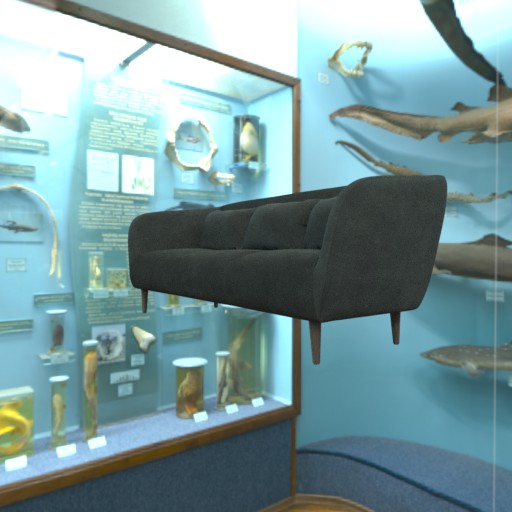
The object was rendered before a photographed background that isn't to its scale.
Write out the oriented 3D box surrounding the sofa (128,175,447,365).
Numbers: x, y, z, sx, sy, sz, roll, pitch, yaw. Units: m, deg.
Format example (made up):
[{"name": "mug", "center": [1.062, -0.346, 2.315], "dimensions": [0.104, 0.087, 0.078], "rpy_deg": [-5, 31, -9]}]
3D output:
[{"name": "sofa", "center": [0.000, 0.000, 2.800], "dimensions": [0.956, 0.875, 2.296], "rpy_deg": [-1, 1, -37]}]
